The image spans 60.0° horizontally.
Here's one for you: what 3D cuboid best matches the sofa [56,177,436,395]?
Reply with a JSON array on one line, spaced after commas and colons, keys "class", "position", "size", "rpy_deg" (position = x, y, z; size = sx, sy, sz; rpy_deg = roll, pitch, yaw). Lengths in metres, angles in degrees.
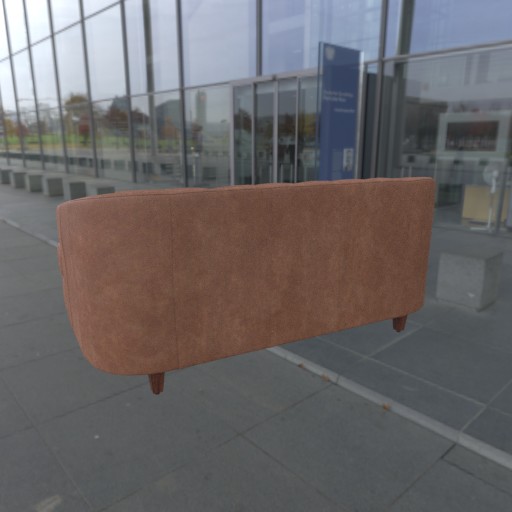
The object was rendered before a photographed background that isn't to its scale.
[{"class": "sofa", "position": [0.000, 0.000, 2.202], "size": [1.755, 0.786, 0.914], "rpy_deg": [-7, 16, -26]}]
